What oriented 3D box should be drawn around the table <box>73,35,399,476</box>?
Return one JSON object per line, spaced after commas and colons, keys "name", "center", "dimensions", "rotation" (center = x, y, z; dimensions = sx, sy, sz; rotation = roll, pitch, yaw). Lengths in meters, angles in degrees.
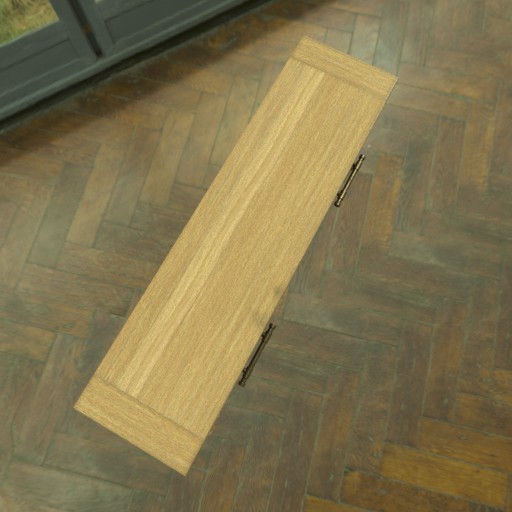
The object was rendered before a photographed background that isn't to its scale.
{"name": "table", "center": [0.000, 0.000, 1.913], "dimensions": [0.442, 0.762, 1.599], "rotation": [28, 77, 7]}
